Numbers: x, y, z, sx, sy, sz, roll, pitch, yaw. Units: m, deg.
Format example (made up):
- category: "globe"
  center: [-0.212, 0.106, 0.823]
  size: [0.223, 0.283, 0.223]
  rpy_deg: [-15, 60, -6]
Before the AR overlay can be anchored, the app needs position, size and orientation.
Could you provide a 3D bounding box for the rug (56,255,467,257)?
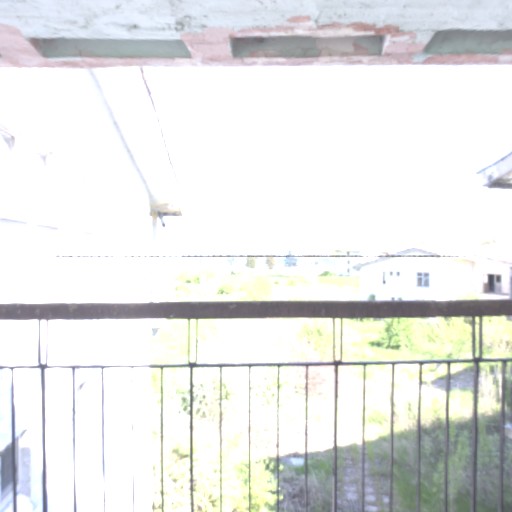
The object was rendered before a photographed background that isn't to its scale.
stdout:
- category: "rug"
  center: [0.000, 0.000, 4.092]
  size: [2.444, 0.013, 3.043]
  rpy_deg: [0, 0, -1]
